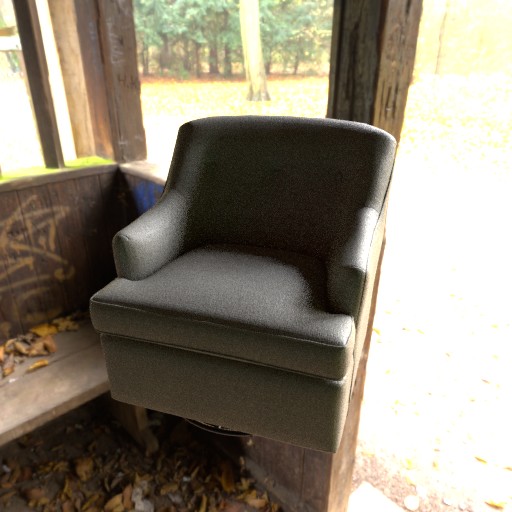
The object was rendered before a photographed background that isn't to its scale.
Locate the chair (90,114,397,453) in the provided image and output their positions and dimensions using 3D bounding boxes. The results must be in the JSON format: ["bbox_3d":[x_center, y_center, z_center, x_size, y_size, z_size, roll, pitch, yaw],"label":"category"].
[{"bbox_3d":[0.000,0.000,1.586,0.864,0.856,0.923,8,27,16],"label":"chair"}]
